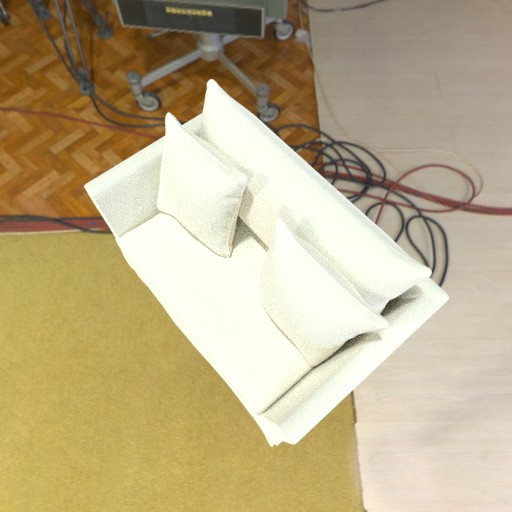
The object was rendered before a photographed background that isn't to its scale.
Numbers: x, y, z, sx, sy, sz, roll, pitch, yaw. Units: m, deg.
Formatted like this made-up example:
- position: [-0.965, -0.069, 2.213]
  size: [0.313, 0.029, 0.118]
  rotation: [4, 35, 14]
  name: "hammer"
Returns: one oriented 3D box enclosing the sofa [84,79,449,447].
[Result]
- position: [0.000, 0.000, 2.324]
  size: [1.026, 1.039, 1.608]
  rotation: [-37, 69, -17]
  name: "sofa"
